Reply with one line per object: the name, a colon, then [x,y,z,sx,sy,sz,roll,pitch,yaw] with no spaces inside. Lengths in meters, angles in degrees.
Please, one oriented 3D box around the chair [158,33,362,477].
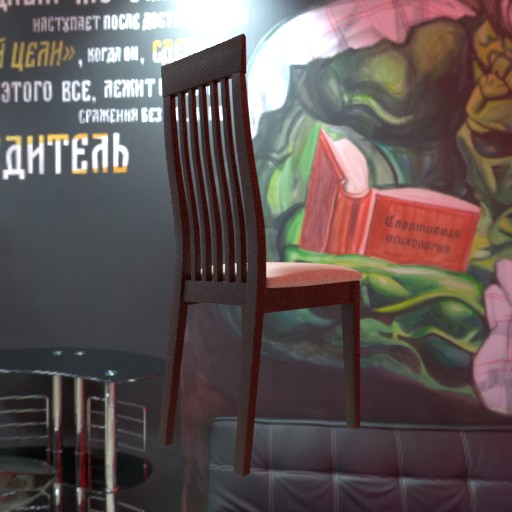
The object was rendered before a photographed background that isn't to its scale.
chair: [0.000,0.000,1.293,0.460,1.027,0.474,0,-1,38]
